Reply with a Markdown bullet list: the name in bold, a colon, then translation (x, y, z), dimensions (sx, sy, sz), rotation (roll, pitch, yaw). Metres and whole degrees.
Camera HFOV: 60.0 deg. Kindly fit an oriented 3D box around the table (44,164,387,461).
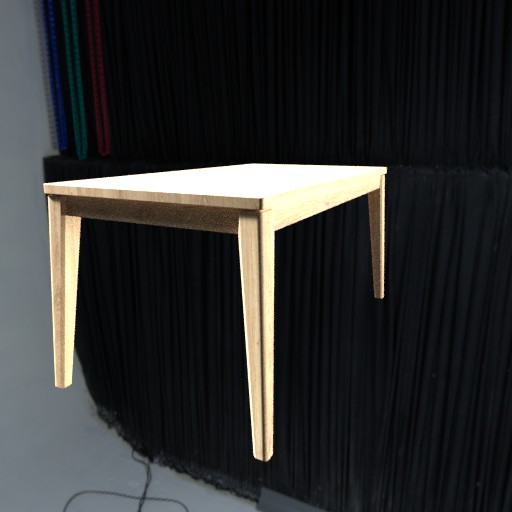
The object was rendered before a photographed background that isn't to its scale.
- **table**: translation (0.000, 0.000, 2.075), dimensions (0.900, 0.760, 1.600), rotation (7, 16, 26)
